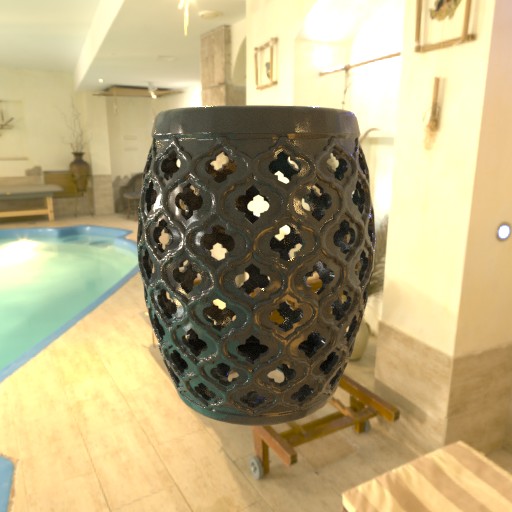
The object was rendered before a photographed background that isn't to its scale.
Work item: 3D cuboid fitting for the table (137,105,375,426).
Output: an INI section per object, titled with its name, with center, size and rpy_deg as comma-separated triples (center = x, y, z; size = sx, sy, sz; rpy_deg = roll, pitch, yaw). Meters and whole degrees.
[table]
center = 0.000, 0.000, 0.632
size = 0.325, 0.388, 0.325
rpy_deg = 0, 14, 0
